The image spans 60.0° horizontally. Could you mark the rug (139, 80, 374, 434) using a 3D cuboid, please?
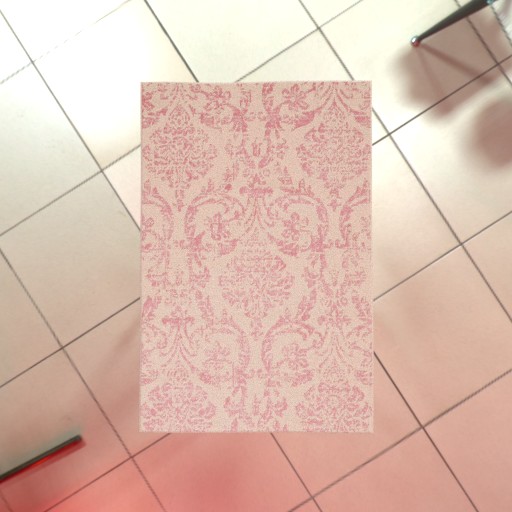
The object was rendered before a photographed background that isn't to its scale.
[{"bbox_3d":[0.000,0.000,2.314,1.219,0.012,1.839,0,89,1],"label":"rug"}]
